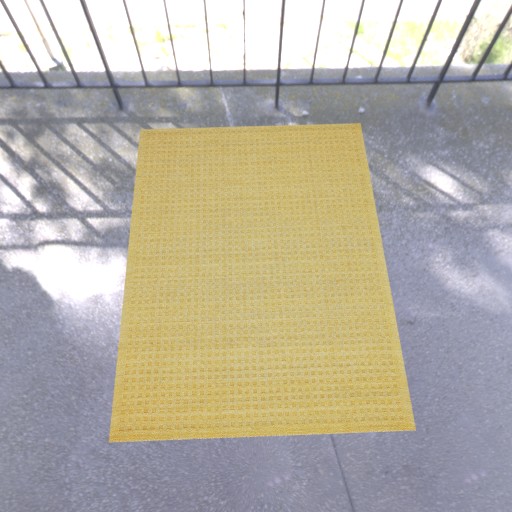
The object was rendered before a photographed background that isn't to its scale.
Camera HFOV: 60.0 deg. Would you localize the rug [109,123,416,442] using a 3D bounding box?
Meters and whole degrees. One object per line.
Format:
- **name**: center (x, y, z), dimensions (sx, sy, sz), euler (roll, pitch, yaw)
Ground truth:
- **rug**: center (0.000, 0.000, 4.294), dimensions (2.486, 0.015, 3.242), euler (-2, 64, -1)
